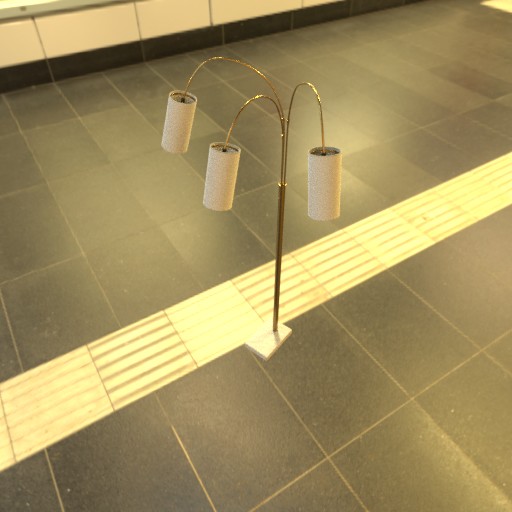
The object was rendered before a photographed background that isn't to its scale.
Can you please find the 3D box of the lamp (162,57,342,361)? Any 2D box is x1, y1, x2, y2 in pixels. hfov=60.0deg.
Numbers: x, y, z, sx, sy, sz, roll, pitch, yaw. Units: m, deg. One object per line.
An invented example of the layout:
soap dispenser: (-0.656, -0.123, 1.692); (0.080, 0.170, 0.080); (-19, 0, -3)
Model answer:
lamp: (0.000, 0.000, 2.537); (1.020, 2.055, 0.667); (29, 51, 26)
